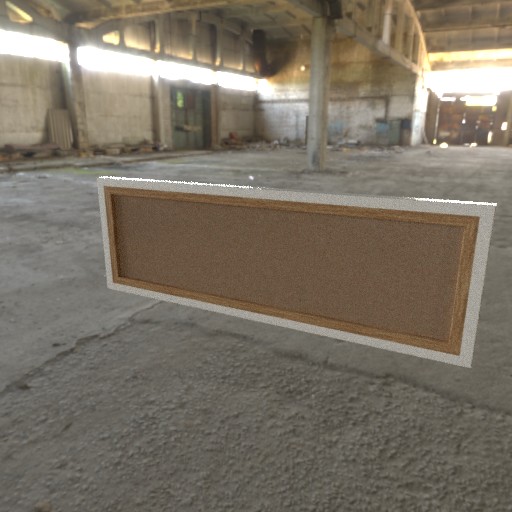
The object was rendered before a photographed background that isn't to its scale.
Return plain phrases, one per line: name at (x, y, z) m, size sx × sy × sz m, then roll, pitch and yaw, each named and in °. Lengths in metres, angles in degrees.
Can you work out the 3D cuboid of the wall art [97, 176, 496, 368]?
wall art at (0.000, 0.000, 1.651) m, size 1.520 × 0.507 × 0.044 m, roll 8°, pitch 18°, yaw 26°
